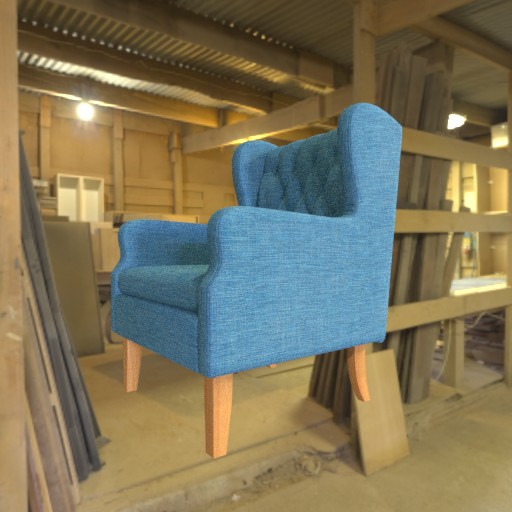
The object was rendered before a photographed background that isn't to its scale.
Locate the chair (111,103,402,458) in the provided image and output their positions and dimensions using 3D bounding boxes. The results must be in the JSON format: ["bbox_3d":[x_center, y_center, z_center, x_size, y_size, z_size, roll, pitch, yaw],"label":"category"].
[{"bbox_3d":[0.000,0.000,1.515,0.775,0.952,0.711,-1,1,-36],"label":"chair"}]
